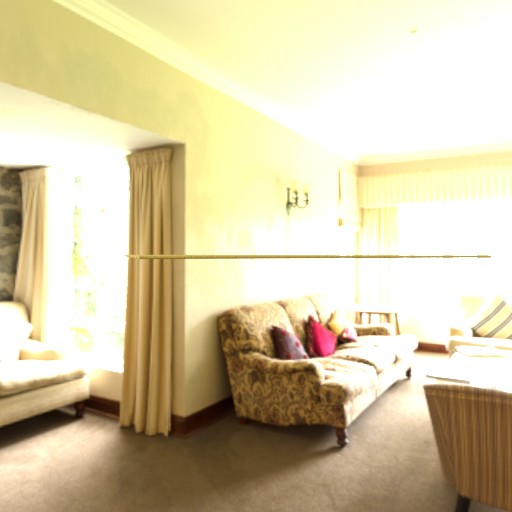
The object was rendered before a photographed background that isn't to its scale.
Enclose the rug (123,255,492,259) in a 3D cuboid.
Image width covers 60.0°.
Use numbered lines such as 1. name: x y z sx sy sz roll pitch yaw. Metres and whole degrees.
1. rug: 0.000 0.000 2.852 1.589 0.014 2.205 0 0 -18
